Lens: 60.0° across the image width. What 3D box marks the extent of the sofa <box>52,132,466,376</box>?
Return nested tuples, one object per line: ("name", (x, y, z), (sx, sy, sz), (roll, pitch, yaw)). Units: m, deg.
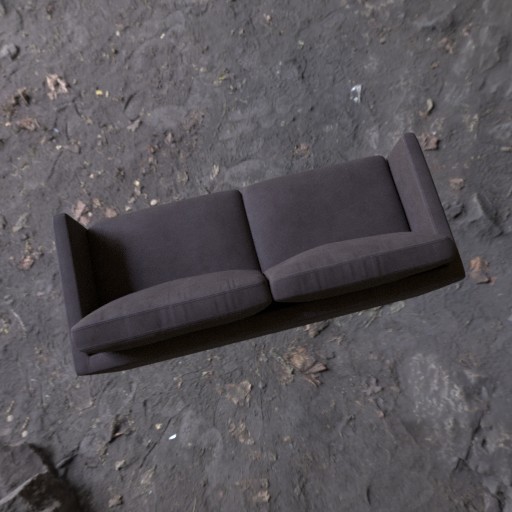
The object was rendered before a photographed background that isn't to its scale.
("sofa", (0.000, 0.000, 2.749), (2.208, 0.965, 0.951), (-14, 78, -3))
